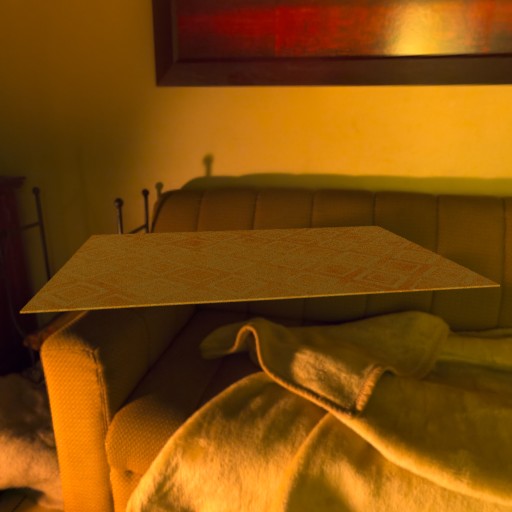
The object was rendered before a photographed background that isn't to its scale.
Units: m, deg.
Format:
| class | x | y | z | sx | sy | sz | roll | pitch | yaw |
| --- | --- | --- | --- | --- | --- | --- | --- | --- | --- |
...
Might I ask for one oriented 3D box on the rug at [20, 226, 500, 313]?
| class | x | y | z | sx | sy | sz | roll | pitch | yaw |
| --- | --- | --- | --- | --- | --- | --- | --- | --- | --- |
| rug | 0.000 | 0.000 | 2.234 | 1.829 | 0.010 | 1.213 | -2 | 16 | -8 |
